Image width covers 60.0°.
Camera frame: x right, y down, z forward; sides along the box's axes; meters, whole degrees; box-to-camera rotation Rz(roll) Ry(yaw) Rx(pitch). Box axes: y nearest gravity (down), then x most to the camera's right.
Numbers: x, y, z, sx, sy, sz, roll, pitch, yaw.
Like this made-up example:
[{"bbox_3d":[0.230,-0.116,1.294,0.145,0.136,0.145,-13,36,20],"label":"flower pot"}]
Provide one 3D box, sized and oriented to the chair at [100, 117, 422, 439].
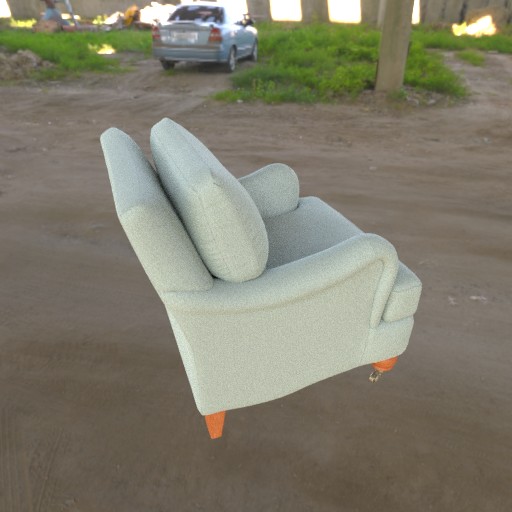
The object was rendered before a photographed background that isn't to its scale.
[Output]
[{"bbox_3d":[0.000,0.000,1.874,1.070,1.038,0.955,-10,31,-17],"label":"chair"}]
